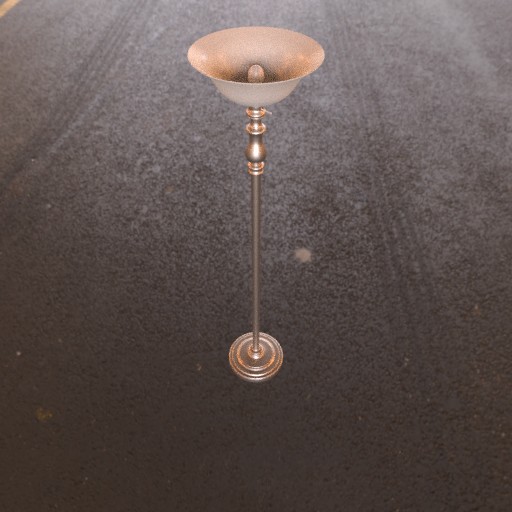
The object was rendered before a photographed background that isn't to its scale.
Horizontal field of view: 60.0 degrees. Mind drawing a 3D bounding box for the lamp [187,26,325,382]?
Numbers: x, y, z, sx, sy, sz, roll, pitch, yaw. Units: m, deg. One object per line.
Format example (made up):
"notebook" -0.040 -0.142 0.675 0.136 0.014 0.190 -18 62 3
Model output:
"lamp" 0.000 0.000 1.961 0.405 1.771 0.405 33 55 27
